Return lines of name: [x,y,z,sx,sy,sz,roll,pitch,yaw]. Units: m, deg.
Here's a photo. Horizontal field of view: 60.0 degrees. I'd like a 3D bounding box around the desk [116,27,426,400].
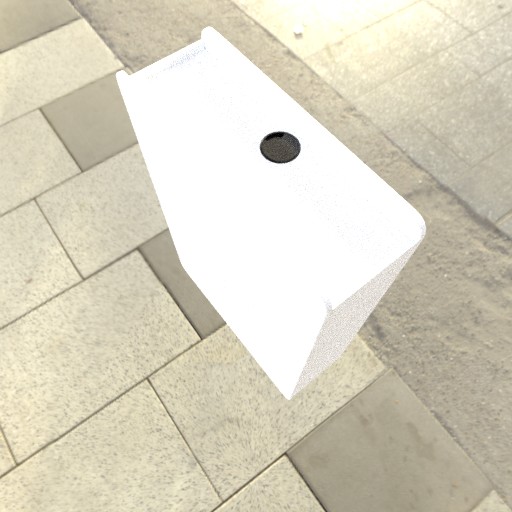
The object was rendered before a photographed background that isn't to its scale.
desk: [0.000,0.000,1.519,0.278,1.190,0.795,-35,69,-16]
